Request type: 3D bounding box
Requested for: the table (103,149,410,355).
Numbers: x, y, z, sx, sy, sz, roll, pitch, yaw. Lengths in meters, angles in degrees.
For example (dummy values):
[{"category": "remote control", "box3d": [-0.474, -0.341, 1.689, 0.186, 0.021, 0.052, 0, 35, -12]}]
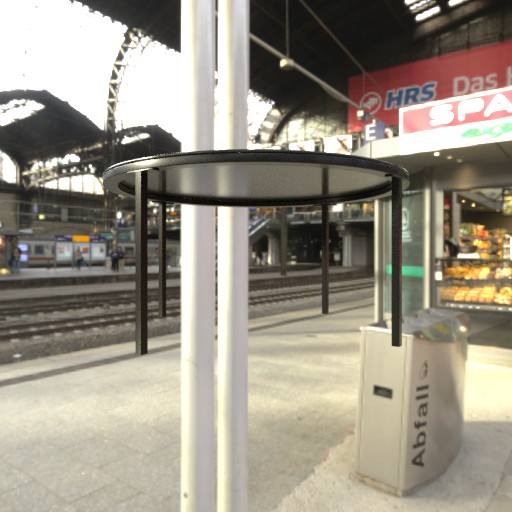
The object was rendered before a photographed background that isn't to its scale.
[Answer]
[{"category": "table", "box3d": [0.000, 0.000, 1.221, 0.800, 0.400, 0.800, 0, 0, 0]}]
